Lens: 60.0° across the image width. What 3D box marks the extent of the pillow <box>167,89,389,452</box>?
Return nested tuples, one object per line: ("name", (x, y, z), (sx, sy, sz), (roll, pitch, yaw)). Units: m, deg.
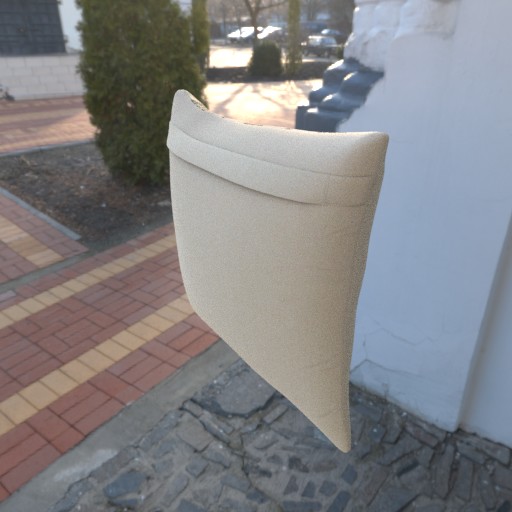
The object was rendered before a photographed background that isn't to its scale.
("pillow", (0.000, 0.000, 0.623), (0.173, 0.406, 0.405), (-18, 32, -31))
